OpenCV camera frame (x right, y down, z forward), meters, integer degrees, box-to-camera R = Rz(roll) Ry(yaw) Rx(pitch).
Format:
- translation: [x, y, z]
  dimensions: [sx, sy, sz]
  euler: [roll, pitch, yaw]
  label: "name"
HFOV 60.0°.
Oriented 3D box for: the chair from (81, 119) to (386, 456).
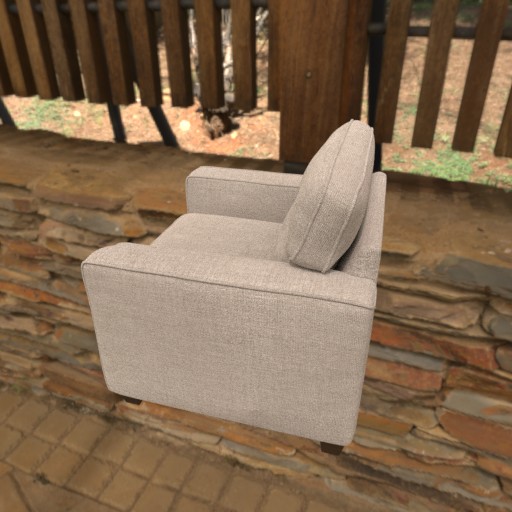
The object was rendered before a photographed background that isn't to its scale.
- translation: [0.000, 0.000, 1.781]
  dimensions: [0.939, 0.965, 1.015]
  euler: [8, 30, 14]
  label: "chair"
